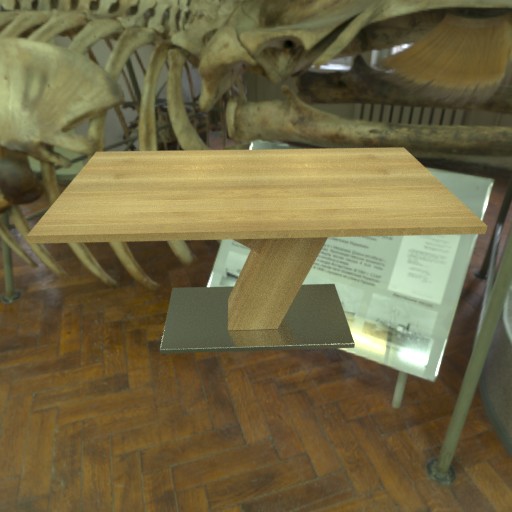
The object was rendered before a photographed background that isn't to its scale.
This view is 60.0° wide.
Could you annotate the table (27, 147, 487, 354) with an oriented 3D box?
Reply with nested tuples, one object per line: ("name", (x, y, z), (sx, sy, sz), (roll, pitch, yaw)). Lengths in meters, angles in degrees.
("table", (0.000, 0.000, 2.115), (1.600, 0.750, 0.900), (-1, 31, -2))
